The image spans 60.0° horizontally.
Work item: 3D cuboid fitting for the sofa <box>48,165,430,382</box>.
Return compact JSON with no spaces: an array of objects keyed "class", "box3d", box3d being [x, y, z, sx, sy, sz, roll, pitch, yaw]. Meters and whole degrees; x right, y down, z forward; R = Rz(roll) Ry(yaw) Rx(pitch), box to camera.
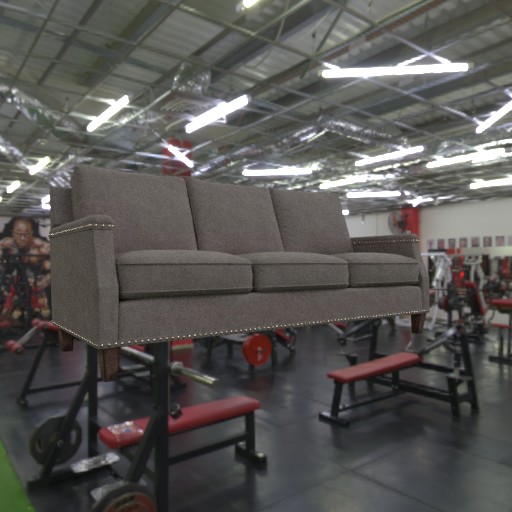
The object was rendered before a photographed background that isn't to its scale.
[{"class":"sofa","box3d":[0.000,0.000,2.768,2.226,1.042,1.034,1,-1,-35]}]
